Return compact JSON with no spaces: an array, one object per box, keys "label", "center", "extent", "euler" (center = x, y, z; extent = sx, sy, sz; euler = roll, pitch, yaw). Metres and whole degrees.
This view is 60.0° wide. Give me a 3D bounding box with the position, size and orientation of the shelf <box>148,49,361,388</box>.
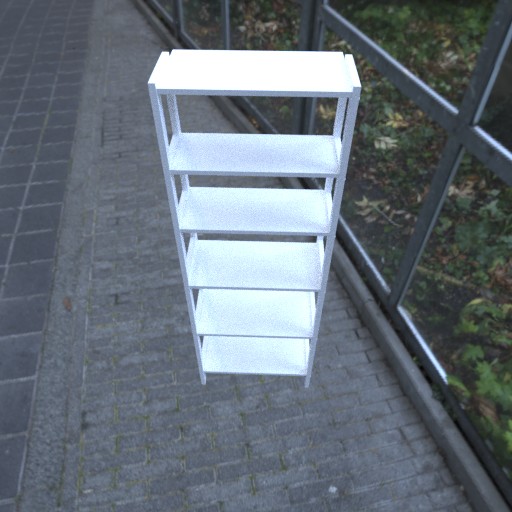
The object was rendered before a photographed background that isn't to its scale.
[{"label":"shelf","center":[0.000,0.000,2.165],"extent":[0.660,1.892,0.381],"euler":[1,46,1]}]
